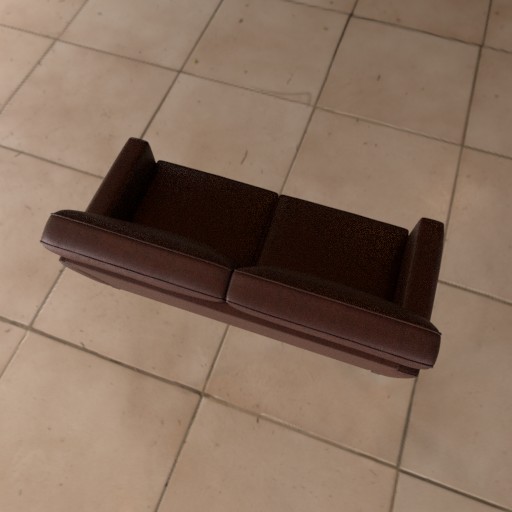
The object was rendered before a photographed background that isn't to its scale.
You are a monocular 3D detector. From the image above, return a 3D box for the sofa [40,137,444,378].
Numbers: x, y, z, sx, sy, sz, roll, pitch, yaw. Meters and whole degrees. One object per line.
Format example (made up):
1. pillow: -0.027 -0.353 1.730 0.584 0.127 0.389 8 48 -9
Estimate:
1. sofa: 0.000 0.000 2.422 1.876 0.928 0.912 17 66 8
